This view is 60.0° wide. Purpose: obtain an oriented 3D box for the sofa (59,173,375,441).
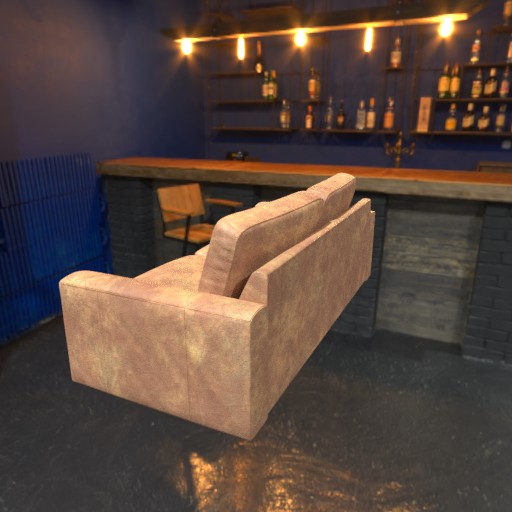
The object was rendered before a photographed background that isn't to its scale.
[{"bbox_3d":[0.000,0.000,2.766,1.016,0.873,2.179,8,19,25],"label":"sofa"}]
